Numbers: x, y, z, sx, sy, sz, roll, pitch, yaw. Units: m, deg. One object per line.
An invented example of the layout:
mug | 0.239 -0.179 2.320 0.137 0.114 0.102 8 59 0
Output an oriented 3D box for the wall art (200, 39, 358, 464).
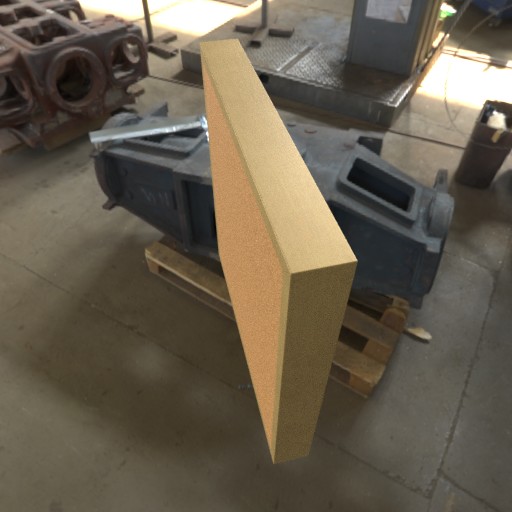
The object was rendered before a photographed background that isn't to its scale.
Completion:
wall art | 0.000 0.000 0.448 0.038 0.305 0.305 -10 48 -9
